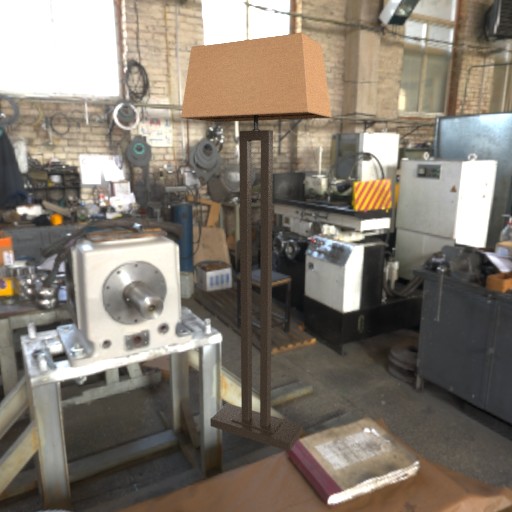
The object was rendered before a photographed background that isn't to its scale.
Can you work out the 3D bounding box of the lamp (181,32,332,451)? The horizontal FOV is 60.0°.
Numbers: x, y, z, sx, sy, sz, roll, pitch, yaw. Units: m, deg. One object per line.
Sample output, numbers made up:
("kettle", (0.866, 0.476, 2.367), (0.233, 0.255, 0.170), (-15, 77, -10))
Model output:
("lamp", (0.000, 0.000, 1.665), (0.475, 1.469, 0.233), (7, 15, 26))
